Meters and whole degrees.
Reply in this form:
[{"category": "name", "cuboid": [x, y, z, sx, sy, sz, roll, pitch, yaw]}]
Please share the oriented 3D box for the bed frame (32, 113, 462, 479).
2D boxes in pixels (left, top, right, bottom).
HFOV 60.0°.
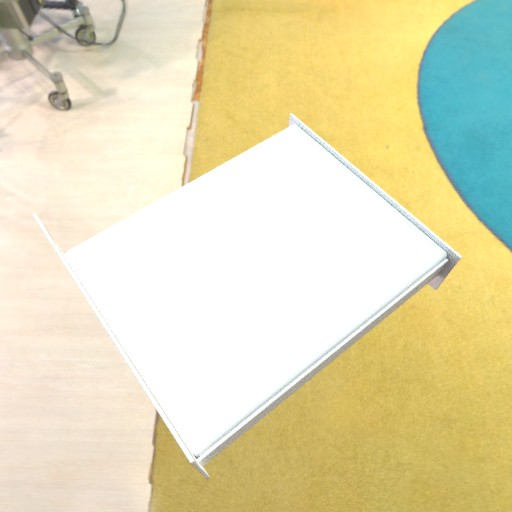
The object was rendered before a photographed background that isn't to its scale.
[{"category": "bed frame", "cuboid": [0.000, 0.000, 2.971, 2.060, 0.800, 1.720, -34, 64, -19]}]
